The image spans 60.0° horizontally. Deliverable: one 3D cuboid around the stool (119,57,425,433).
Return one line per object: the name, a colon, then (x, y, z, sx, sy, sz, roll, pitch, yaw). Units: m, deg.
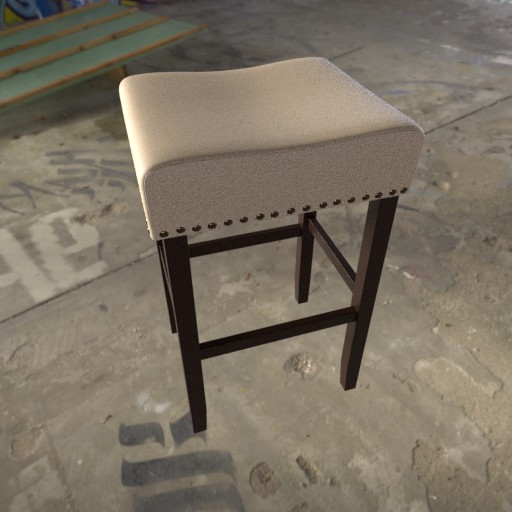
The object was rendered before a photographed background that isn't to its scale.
stool: (0.000, 0.000, 1.048, 0.471, 0.762, 0.401, -12, 42, -13)
